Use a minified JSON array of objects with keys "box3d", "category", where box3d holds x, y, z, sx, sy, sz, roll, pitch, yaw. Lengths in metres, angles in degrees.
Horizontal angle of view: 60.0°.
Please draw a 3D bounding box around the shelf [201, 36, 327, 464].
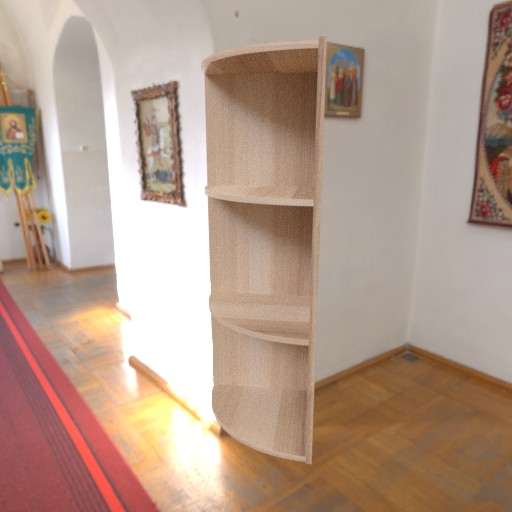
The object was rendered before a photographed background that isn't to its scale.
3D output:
[{"box3d":[0.000,0.000,1.036,0.290,0.872,0.290,2,14,8],"category":"shelf"}]
